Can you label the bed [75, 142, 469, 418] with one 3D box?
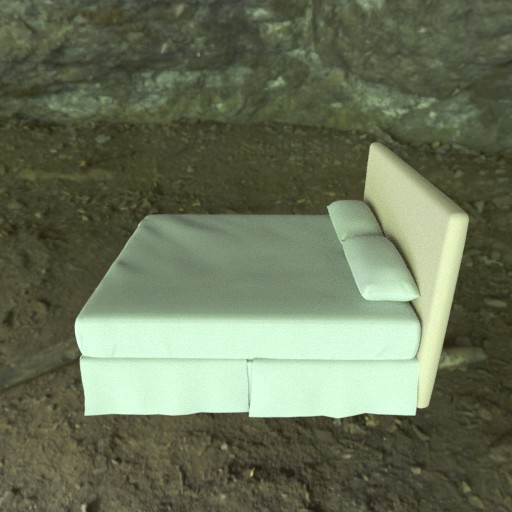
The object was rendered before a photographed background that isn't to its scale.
[{"bbox_3d":[0.000,0.000,3.253,2.142,1.330,1.884,0,25,1],"label":"bed"}]
